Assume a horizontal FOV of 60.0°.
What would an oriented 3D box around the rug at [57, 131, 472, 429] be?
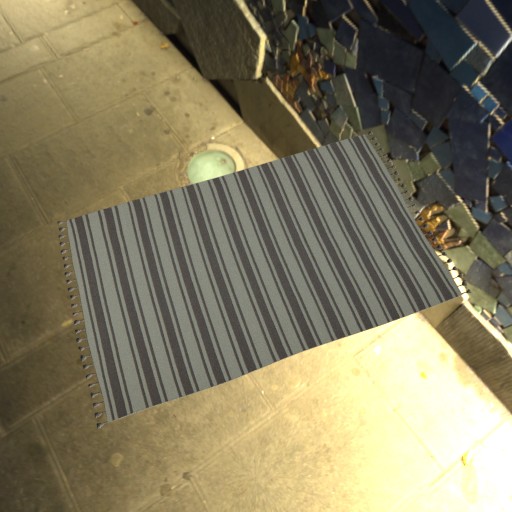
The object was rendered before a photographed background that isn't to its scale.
[{"bbox_3d":[0.000,0.000,2.532,2.096,0.011,1.229,-18,65,-9],"label":"rug"}]
